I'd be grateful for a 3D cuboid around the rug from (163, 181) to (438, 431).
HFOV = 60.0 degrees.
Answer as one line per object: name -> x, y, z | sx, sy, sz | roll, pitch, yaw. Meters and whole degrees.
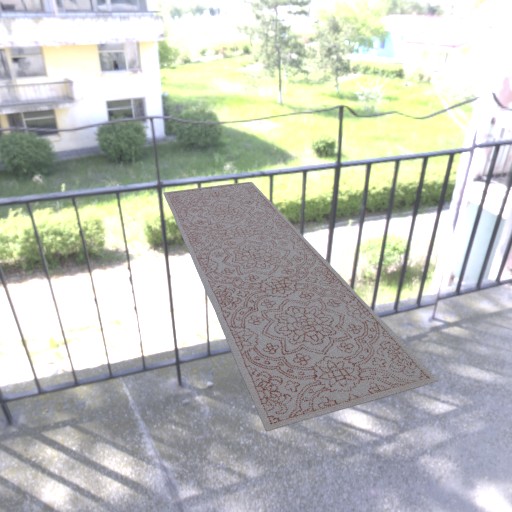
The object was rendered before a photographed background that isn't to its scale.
rug -> 0.000, 0.000, 2.732 | 0.769, 0.012, 2.448 | -10, 32, -16
